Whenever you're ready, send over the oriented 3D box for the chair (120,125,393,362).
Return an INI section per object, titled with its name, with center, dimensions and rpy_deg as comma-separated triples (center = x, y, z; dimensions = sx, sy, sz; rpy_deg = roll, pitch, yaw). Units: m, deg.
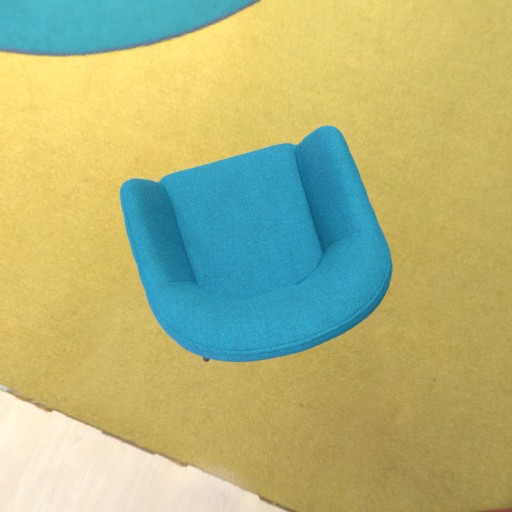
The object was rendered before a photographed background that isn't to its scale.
[chair]
center = 0.000, 0.000, 1.184
dimensions = 0.545, 0.775, 0.565
rpy_deg = -17, 75, -5
